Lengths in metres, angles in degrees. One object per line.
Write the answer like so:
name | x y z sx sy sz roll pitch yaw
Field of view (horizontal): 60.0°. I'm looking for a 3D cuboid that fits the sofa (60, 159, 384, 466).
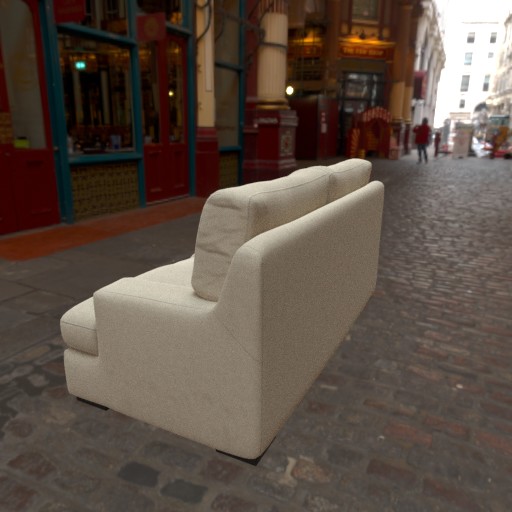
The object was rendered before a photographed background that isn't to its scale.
sofa | 0.000 0.000 2.394 0.962 0.967 1.885 8 18 26
